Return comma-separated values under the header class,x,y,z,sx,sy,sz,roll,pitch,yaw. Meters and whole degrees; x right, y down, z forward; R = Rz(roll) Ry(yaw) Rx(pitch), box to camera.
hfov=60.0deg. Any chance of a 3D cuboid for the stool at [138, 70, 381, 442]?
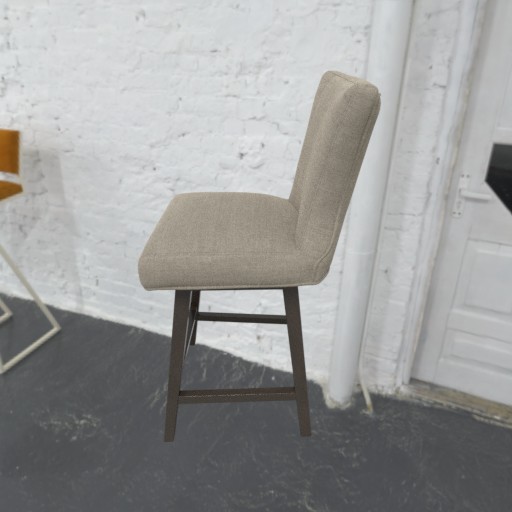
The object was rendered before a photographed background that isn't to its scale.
class,x,y,z,sx,sy,sz,roll,pitch,yaw
stool,0.000,0.000,1.323,0.574,1.000,0.514,0,26,1
